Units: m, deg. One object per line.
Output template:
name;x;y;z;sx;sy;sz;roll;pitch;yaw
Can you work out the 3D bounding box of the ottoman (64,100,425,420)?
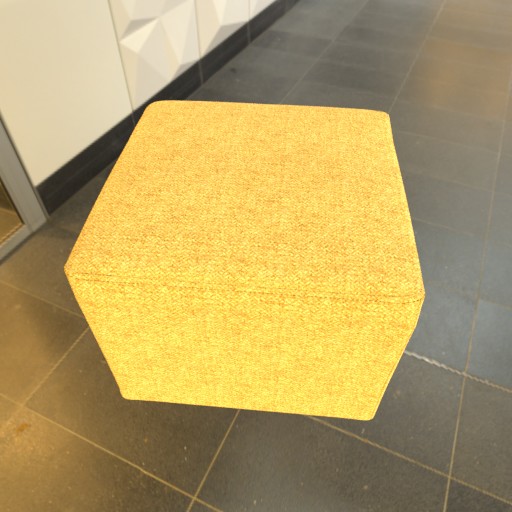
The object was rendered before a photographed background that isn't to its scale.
ottoman;0.000;0.000;0.901;0.512;0.441;0.505;4;47;4
